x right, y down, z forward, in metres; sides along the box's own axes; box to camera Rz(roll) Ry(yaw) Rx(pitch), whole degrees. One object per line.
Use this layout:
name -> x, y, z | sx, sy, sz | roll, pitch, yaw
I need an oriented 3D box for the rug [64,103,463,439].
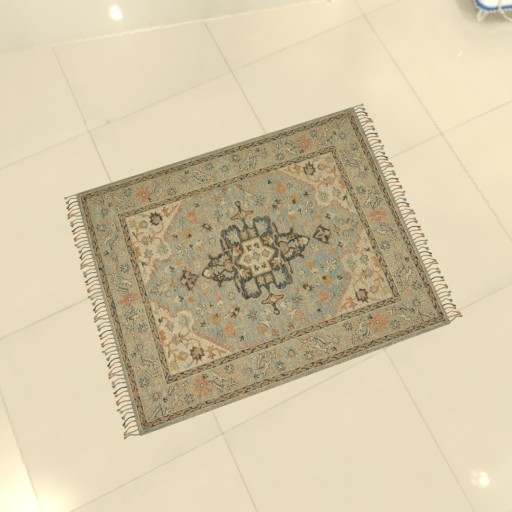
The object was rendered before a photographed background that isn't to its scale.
rug -> 0.000, 0.000, 2.269 | 1.730, 0.009, 1.278 | -19, 77, -5
